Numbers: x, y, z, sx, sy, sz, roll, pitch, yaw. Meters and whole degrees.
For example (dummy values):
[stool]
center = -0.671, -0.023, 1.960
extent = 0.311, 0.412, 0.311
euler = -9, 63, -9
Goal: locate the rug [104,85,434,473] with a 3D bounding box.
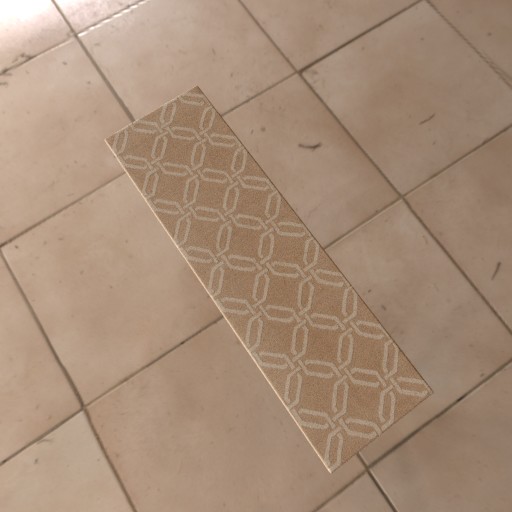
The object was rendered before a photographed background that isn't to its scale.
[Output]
[rug]
center = 0.000, 0.000, 2.509
extent = 0.678, 0.014, 2.276
euler = -34, 77, -9
